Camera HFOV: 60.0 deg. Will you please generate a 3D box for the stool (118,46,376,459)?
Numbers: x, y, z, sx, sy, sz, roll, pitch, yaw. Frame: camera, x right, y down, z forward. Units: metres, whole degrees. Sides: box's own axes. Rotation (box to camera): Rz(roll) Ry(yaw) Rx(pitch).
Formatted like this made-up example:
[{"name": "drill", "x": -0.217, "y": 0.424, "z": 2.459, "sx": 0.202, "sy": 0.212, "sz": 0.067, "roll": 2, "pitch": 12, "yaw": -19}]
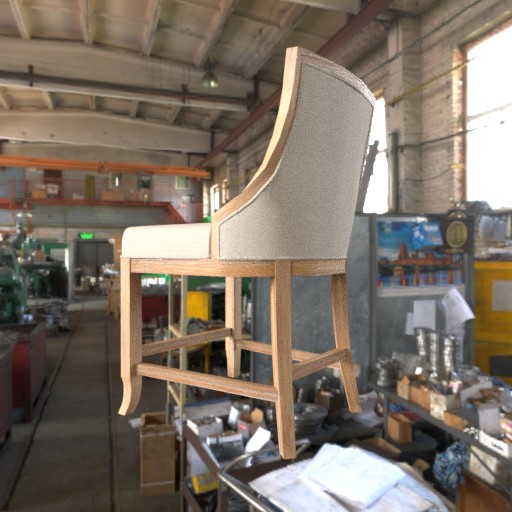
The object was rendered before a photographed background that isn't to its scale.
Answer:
[{"name": "stool", "x": 0.000, "y": 0.000, "z": 1.323, "sx": 0.626, "sy": 0.938, "sz": 0.524, "roll": 0, "pitch": 1, "yaw": 38}]
